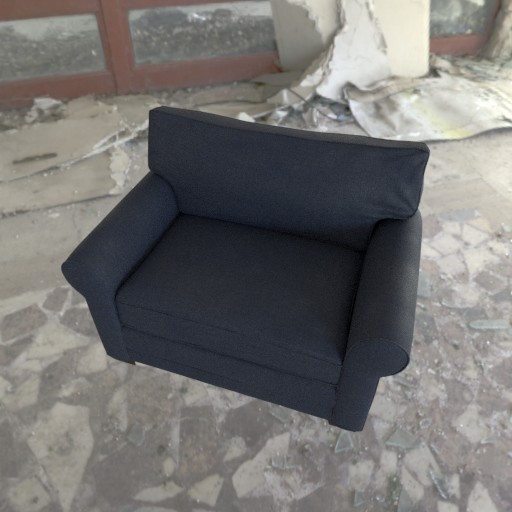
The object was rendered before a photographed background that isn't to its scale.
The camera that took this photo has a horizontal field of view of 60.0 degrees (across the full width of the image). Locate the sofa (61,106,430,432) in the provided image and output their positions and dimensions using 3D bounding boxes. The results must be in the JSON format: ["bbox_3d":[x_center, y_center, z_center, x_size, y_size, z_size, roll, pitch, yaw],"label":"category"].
[{"bbox_3d":[0.000,0.000,2.045,1.405,1.004,0.938,13,44,14],"label":"sofa"}]
